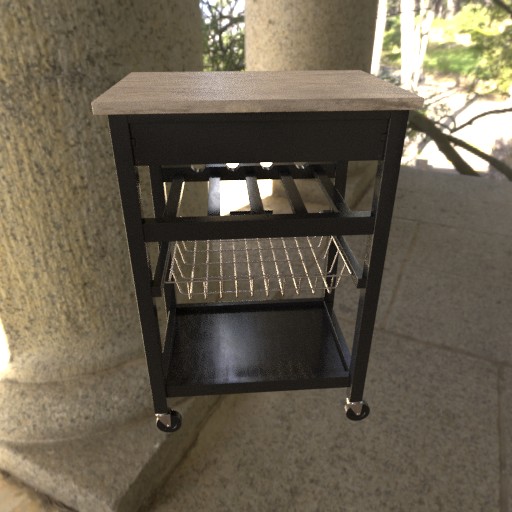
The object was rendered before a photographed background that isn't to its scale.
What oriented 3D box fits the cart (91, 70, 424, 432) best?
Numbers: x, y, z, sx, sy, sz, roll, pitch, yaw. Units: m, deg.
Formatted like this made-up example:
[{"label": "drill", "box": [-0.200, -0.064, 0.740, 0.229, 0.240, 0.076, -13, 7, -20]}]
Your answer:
[{"label": "cart", "box": [0.000, 0.000, 1.141, 0.584, 0.839, 0.403, -2, 29, -4]}]
